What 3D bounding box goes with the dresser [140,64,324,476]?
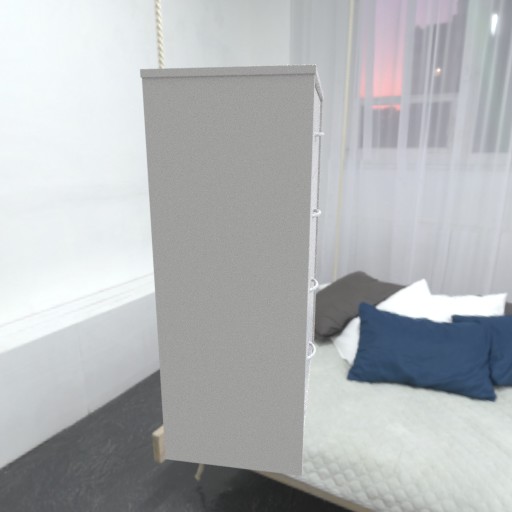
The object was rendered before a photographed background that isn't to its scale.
[{"bbox_3d":[0.000,0.000,1.412,0.401,1.021,0.704,3,15,9],"label":"dresser"}]
